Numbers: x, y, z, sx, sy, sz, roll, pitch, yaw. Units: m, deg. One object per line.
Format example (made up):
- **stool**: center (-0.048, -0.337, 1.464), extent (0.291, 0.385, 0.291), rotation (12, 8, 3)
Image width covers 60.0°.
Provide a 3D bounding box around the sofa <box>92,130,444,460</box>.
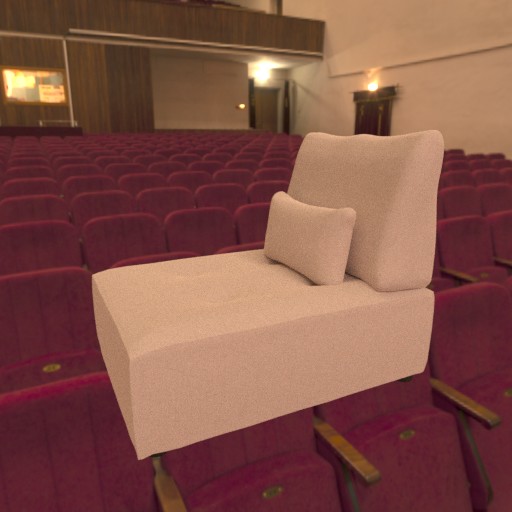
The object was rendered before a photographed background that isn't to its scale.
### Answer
- **sofa**: center (0.000, 0.000, 1.504), extent (1.000, 0.820, 0.700), rotation (-7, 17, -25)
